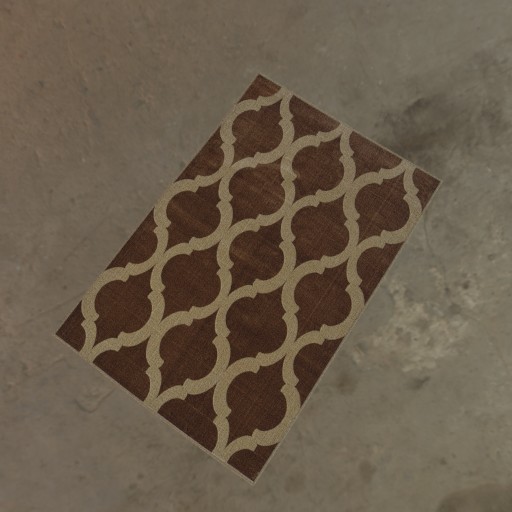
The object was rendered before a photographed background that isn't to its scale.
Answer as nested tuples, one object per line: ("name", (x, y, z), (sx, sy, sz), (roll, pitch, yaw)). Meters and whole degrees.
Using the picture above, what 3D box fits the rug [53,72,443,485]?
("rug", (0.000, 0.000, 2.879), (1.526, 0.014, 2.290), (33, 78, 8))
